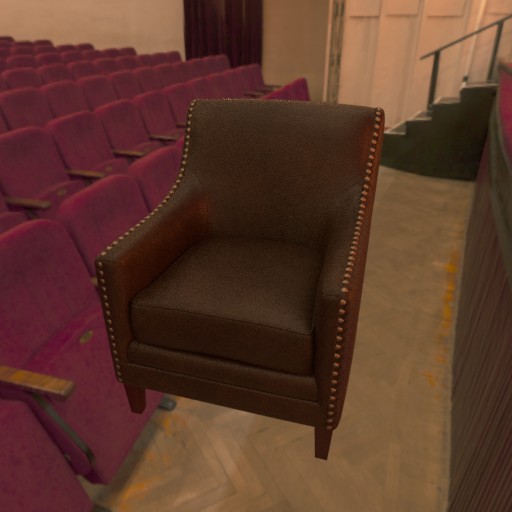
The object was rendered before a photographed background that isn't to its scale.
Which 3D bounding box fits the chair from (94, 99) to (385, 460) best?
[{"bbox_3d":[0.000,0.000,1.330,0.639,0.813,0.704,8,29,15],"label":"chair"}]
